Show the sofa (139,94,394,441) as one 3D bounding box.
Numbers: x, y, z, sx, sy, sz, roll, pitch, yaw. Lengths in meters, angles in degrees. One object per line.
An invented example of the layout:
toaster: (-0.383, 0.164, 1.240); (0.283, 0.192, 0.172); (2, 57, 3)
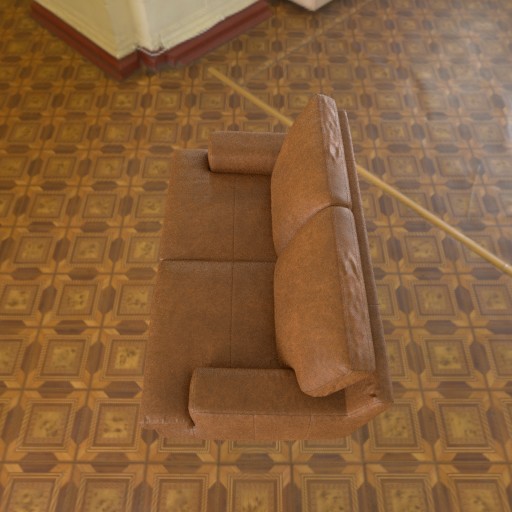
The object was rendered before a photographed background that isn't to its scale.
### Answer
sofa: (0.000, 0.000, 2.528); (1.144, 0.966, 1.880); (0, 58, 0)
